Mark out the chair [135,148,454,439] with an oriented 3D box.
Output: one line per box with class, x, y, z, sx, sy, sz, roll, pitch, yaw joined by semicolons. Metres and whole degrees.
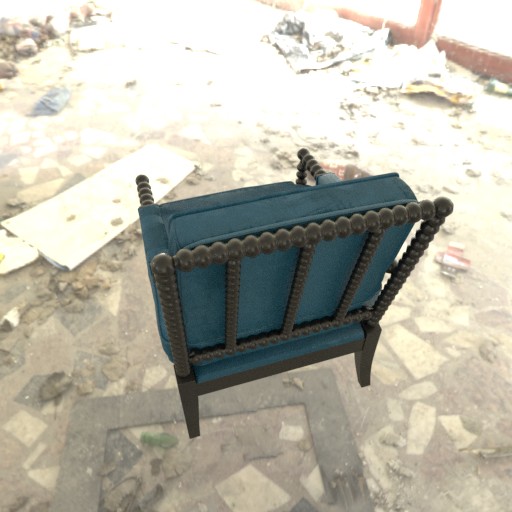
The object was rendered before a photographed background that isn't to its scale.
chair;0.000;0.000;1.415;0.688;0.857;0.805;-12;44;-13
